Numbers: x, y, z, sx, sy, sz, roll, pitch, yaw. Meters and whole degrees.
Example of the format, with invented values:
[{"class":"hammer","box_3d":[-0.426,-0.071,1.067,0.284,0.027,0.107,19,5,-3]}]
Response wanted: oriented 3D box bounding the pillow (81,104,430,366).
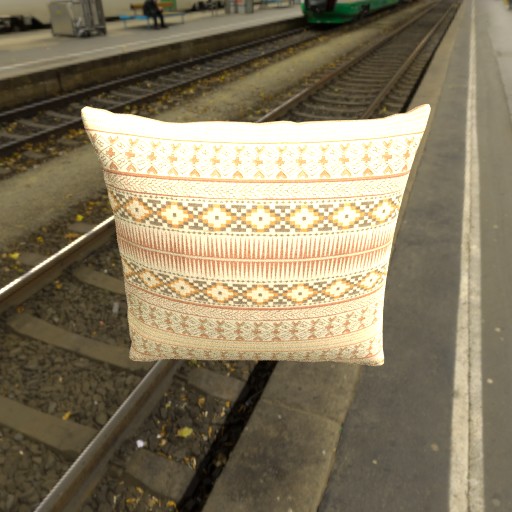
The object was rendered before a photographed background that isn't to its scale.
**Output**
[{"class":"pillow","box_3d":[0.000,0.000,0.779,0.521,0.519,0.215,1,32,1]}]
